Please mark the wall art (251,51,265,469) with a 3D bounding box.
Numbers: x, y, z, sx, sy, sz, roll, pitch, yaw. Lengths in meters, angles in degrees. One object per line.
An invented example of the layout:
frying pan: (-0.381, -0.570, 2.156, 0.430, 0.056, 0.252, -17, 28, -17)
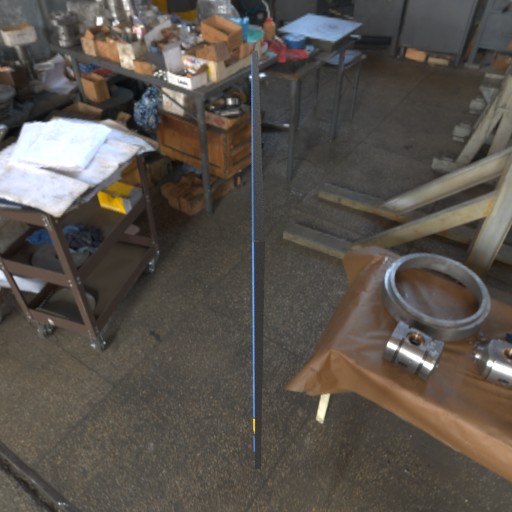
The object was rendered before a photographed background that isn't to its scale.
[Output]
wall art: (0.000, 0.000, 0.994, 0.015, 0.663, 0.664, 0, 43, 0)
